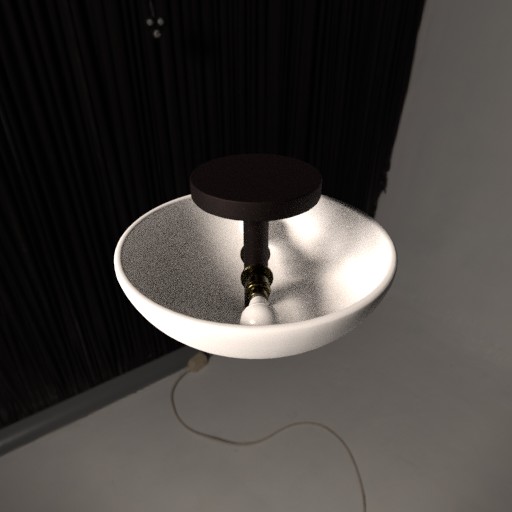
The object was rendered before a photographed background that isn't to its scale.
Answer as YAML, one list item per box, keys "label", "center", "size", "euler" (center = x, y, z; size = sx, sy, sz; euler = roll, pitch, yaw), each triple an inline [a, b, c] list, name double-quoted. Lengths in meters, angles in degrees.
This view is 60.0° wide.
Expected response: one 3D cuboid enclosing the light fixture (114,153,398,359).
- label: "light fixture"
  center: [0.000, 0.000, 0.546]
  size: [0.331, 0.212, 0.331]
  euler: [0, 32, 0]
